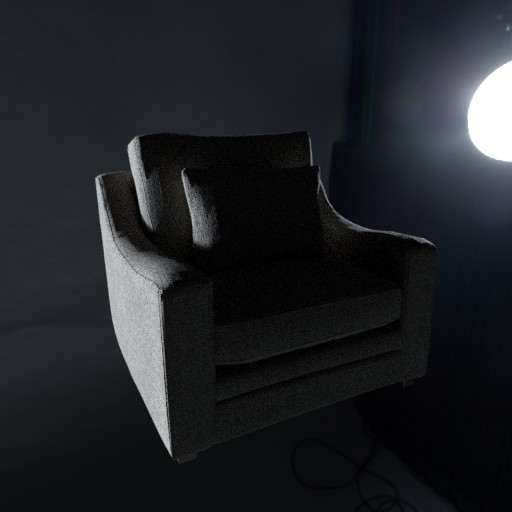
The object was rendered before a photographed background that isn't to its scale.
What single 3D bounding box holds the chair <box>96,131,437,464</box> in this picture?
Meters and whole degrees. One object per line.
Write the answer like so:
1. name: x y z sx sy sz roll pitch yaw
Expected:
1. chair: 0.000 0.000 1.913 1.138 1.037 1.009 -8 18 -26
